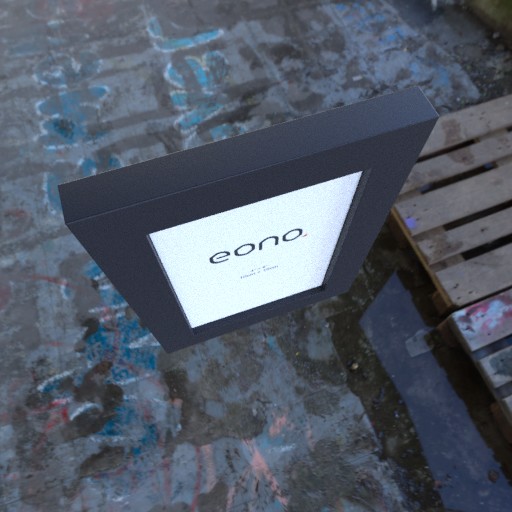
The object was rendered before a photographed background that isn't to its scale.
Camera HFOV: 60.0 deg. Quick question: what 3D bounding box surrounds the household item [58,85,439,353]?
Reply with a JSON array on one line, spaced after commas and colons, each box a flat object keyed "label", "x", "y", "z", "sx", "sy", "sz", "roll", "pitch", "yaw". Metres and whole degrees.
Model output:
[{"label": "household item", "x": 0.000, "y": 0.000, "z": 0.232, "sx": 0.133, "sy": 0.178, "sz": 0.022, "roll": -18, "pitch": 66, "yaw": -8}]
